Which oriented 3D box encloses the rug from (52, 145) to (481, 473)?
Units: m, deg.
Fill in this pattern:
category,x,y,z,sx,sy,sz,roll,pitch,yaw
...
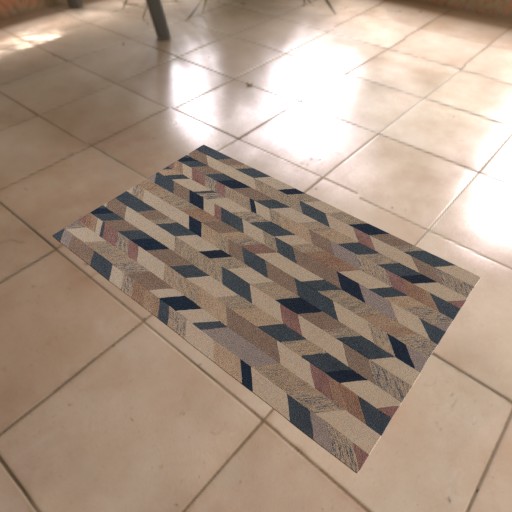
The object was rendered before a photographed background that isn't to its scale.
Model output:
category,x,y,z,sx,sy,sz,roll,pitch,yaw
rug,0.000,0.000,2.916,2.423,0.008,1.513,31,53,26
